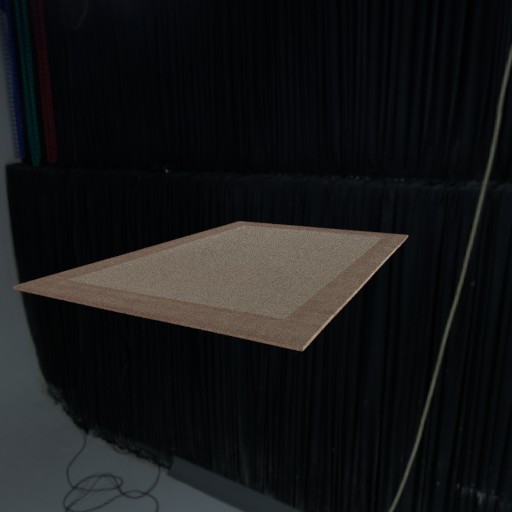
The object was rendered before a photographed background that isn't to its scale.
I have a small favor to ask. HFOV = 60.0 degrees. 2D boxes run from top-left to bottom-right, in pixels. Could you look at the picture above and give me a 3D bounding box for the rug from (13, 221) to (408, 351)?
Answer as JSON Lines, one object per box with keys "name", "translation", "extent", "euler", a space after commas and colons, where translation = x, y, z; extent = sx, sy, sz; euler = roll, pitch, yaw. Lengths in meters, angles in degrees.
{"name": "rug", "translation": [0.000, 0.000, 2.263], "extent": [1.219, 0.014, 1.829], "euler": [7, 15, 26]}
